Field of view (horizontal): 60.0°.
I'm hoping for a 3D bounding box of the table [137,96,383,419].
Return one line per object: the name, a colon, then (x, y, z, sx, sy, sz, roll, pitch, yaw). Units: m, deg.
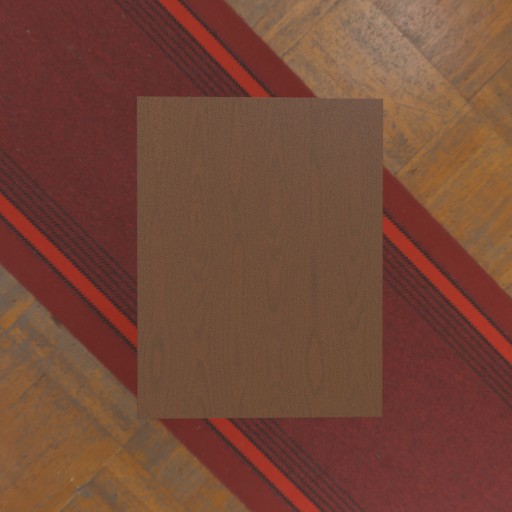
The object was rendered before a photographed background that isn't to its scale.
table: (0.000, 0.000, 0.829, 0.300, 0.599, 0.406, 0, 90, -1)
